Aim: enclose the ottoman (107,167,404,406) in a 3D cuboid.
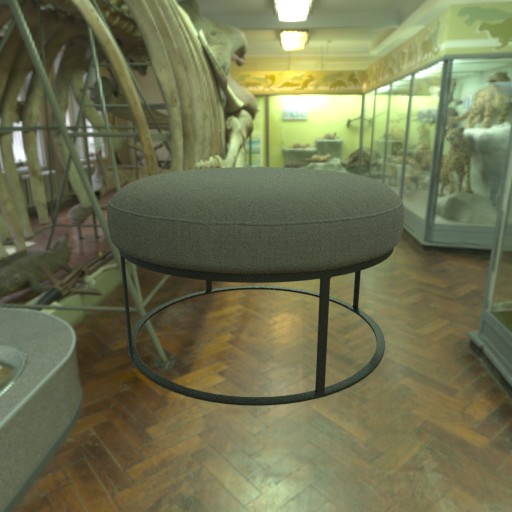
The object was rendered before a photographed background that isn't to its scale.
[{"bbox_3d":[0.000,0.000,1.242,0.772,0.460,0.772,0,16,0],"label":"ottoman"}]
